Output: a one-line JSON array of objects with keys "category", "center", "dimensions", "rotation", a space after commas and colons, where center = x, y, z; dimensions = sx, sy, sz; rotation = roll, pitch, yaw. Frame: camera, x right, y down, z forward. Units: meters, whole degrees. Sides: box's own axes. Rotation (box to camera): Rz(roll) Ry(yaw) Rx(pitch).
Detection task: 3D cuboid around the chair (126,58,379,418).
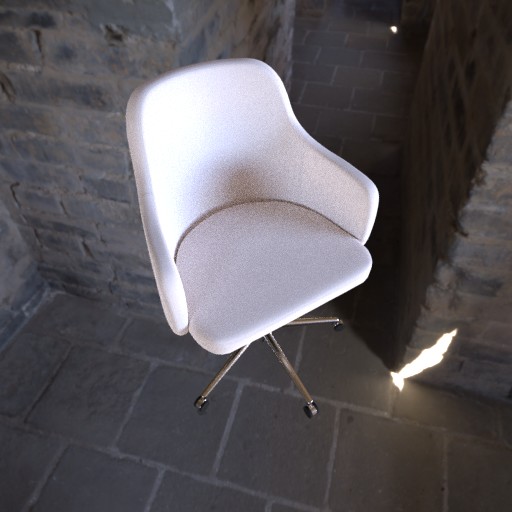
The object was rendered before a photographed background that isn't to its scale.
[{"category": "chair", "center": [0.000, 0.000, 1.208], "dimensions": [0.602, 0.819, 0.647], "rotation": [-24, 51, -21]}]
